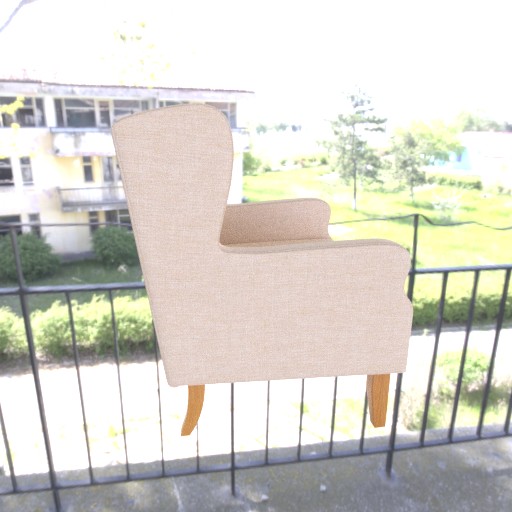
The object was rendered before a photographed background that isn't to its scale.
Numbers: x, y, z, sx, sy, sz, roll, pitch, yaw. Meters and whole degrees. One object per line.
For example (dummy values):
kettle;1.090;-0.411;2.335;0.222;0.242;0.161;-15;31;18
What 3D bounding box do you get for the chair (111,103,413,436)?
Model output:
chair;0.000;0.000;1.456;0.760;0.930;0.710;-3;18;-9
